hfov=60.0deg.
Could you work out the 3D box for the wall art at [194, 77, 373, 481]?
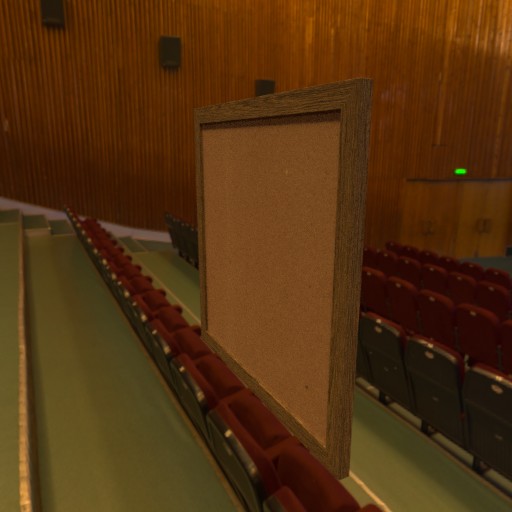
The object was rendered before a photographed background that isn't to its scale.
[{"bbox_3d":[0.000,0.000,0.755,0.019,0.508,0.508,-7,16,-27],"label":"wall art"}]
